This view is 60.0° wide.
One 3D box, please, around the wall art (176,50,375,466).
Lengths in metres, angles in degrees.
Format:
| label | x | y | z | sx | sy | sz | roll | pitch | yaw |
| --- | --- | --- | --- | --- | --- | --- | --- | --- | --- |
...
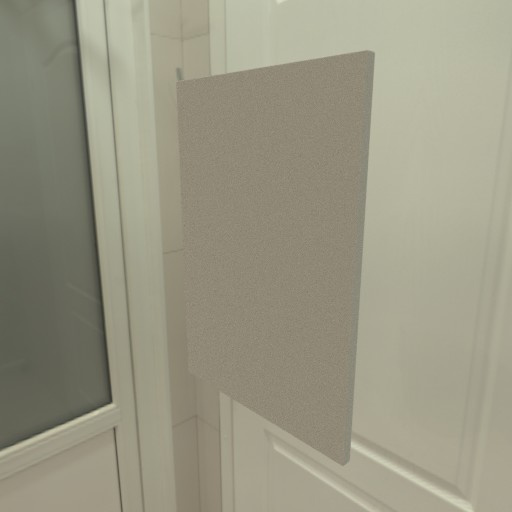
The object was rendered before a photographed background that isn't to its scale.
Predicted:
| label | x | y | z | sx | sy | sz | roll | pitch | yaw |
| --- | --- | --- | --- | --- | --- | --- | --- | --- | --- |
| wall art | 0.000 | 0.000 | 1.508 | 0.038 | 1.183 | 0.808 | -14 | 20 | -42 |
